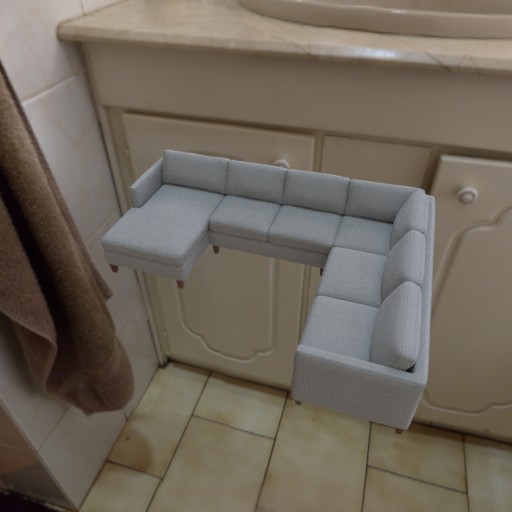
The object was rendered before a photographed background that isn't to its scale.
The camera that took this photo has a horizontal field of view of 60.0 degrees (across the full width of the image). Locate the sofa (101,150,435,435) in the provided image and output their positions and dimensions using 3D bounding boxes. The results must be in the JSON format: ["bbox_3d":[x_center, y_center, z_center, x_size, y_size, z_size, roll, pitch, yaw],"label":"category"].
[{"bbox_3d":[0.000,0.000,4.393,3.238,0.853,2.551,12,41,14],"label":"sofa"}]
